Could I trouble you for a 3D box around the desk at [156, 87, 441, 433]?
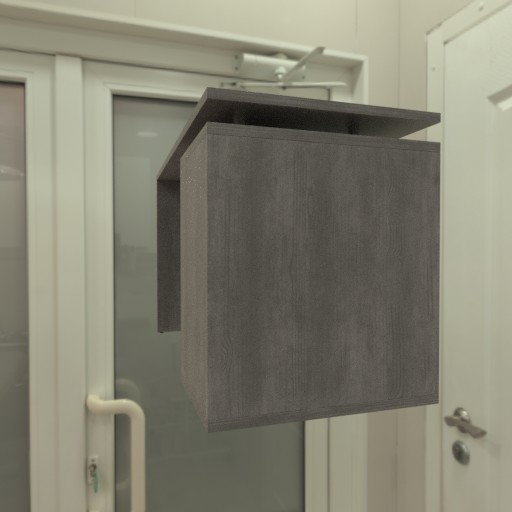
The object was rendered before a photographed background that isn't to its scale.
[{"bbox_3d":[0.000,0.000,1.608,0.600,0.740,1.200,0,1,-18],"label":"desk"}]
